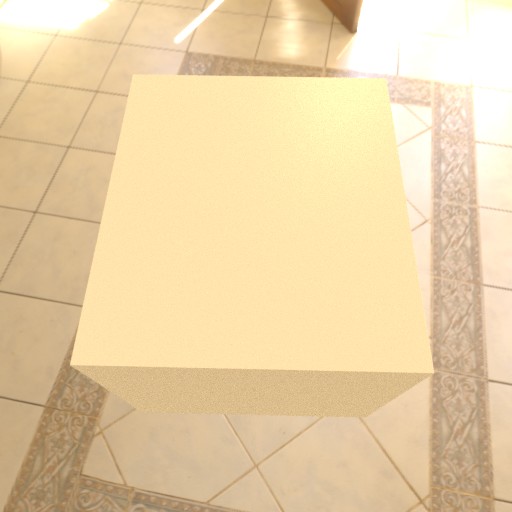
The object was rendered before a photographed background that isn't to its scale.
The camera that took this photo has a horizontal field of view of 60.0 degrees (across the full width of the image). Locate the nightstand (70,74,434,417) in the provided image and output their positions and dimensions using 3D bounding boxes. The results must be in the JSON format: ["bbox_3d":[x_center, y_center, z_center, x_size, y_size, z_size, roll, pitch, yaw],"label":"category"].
[{"bbox_3d":[0.000,0.000,0.760,0.408,0.351,0.470,1,62,1],"label":"nightstand"}]
